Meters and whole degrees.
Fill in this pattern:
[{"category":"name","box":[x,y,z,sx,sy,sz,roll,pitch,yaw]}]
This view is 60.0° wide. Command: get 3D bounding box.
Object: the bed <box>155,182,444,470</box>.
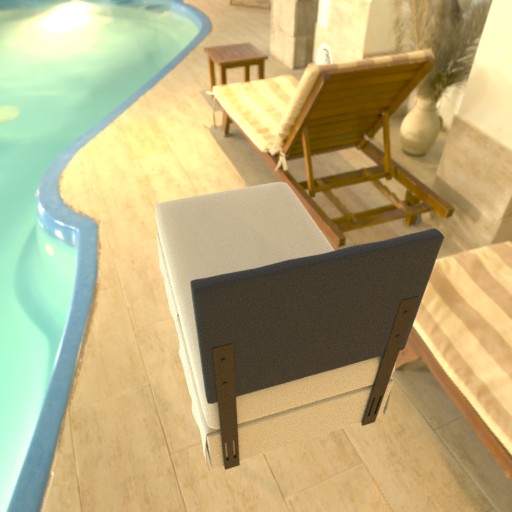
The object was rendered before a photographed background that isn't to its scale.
[{"category":"bed","box":[0.000,0.000,3.036,1.261,1.571,1.997,-12,42,-13]}]
